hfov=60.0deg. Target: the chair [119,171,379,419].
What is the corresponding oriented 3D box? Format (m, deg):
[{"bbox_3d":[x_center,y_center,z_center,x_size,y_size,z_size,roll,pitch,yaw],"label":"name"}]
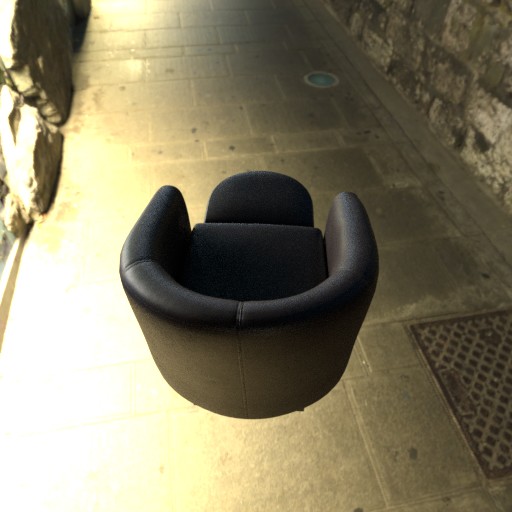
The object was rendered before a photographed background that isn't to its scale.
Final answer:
[{"bbox_3d":[0.000,0.000,1.639,0.737,0.755,1.176,2,46,2],"label":"chair"}]
